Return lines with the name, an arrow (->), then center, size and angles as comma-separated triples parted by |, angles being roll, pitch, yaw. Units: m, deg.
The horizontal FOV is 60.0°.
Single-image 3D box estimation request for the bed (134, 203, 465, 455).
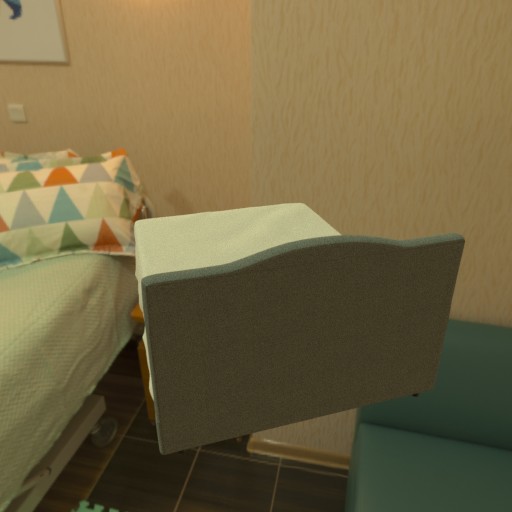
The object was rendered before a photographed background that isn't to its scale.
bed -> 0.000, 0.000, 4.018 | 2.161, 1.457, 2.689 | -8, 28, -15
